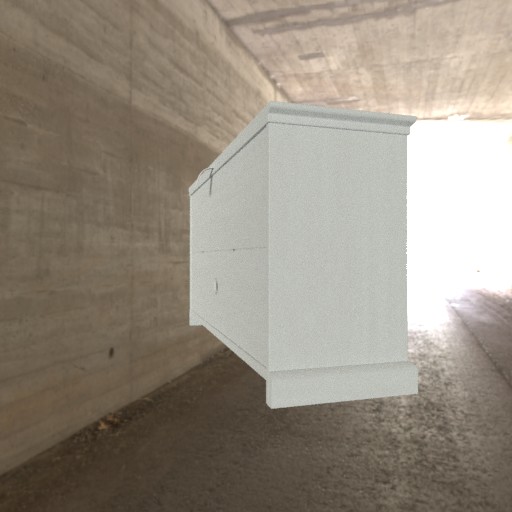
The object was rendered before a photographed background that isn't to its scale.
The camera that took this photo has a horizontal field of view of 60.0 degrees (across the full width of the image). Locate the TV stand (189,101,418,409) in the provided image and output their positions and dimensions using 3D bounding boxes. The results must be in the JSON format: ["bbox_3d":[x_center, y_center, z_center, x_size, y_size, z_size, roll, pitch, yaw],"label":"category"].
[{"bbox_3d":[0.000,0.000,1.502,0.424,0.624,1.187,0,0,-17],"label":"TV stand"}]
